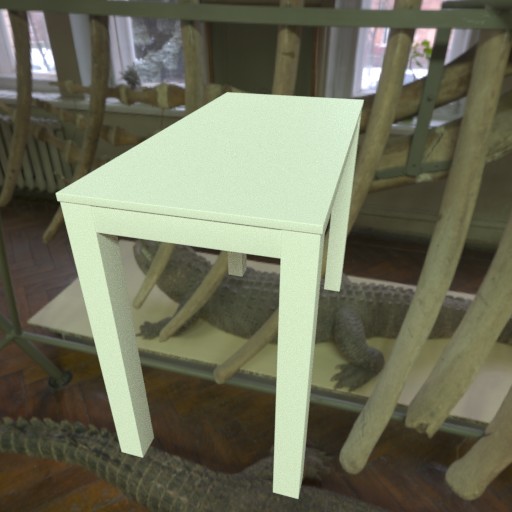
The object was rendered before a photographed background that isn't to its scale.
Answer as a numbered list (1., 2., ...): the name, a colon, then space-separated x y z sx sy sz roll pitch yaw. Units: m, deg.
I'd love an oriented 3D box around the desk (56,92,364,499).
1. desk: 0.000 0.000 1.369 0.497 0.762 0.990 8 32 13
